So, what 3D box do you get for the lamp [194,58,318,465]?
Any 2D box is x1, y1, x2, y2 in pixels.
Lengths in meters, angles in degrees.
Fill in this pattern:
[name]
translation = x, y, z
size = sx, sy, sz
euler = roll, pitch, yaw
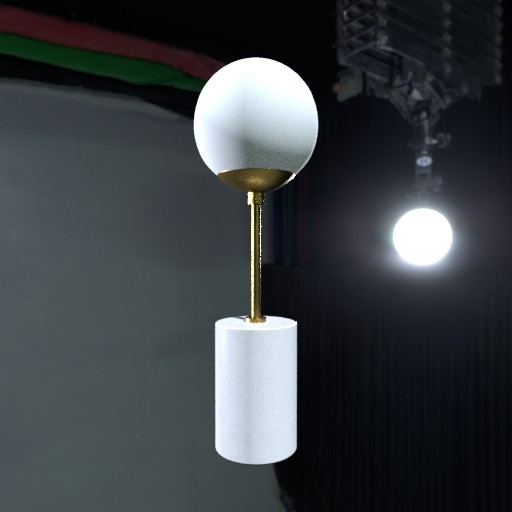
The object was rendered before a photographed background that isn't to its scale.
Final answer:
[lamp]
translation = 0.000, 0.000, 0.556
size = 0.153, 0.480, 0.153
euler = 0, 1, 0
